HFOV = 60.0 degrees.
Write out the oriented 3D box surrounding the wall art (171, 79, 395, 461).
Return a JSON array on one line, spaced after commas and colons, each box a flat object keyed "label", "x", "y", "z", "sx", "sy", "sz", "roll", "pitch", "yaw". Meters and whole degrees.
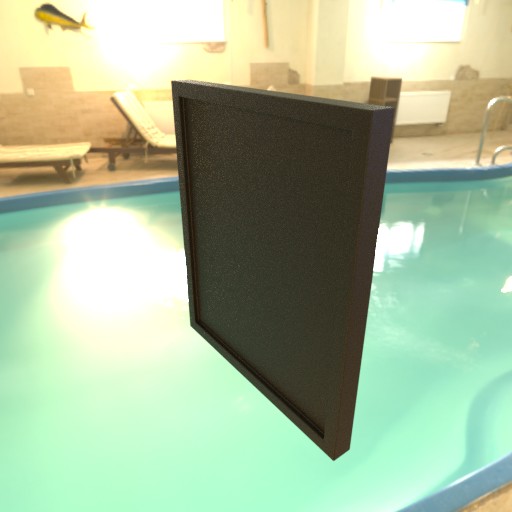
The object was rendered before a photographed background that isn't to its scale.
[{"label": "wall art", "x": 0.000, "y": 0.000, "z": 0.542, "sx": 0.028, "sy": 0.381, "sz": 0.328, "roll": -18, "pitch": 32, "yaw": -33}]
